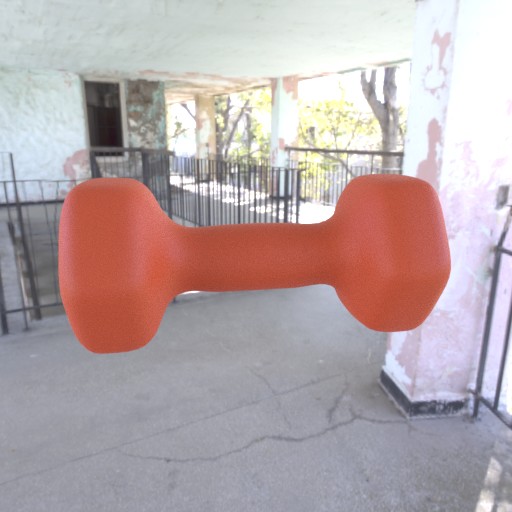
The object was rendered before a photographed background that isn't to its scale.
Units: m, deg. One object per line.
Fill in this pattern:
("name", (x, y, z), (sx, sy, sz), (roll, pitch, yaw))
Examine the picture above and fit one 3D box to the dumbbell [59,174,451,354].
("dumbbell", (0.000, 0.000, 0.202), (0.162, 0.071, 0.079), (-2, 15, -9))
